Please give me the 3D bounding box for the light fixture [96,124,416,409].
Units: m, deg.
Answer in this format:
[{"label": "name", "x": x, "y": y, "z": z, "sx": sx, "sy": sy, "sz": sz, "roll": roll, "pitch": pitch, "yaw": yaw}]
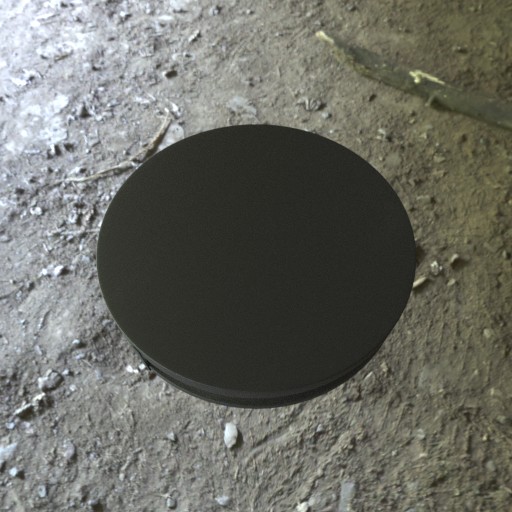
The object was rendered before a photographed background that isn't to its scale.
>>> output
[{"label": "light fixture", "x": 0.000, "y": 0.000, "z": 0.540, "sx": 0.356, "sy": 0.102, "sz": 0.356, "roll": 0, "pitch": 58, "yaw": 0}]
